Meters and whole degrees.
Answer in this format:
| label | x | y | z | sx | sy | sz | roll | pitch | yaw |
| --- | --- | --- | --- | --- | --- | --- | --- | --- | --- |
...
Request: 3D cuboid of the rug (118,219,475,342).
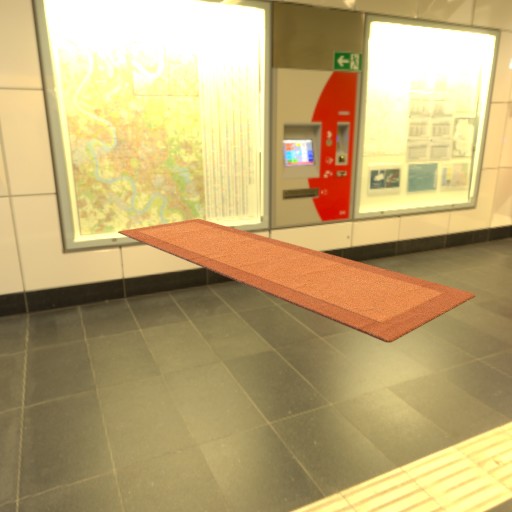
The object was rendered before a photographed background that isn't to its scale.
| label | x | y | z | sx | sy | sz | roll | pitch | yaw |
| --- | --- | --- | --- | --- | --- | --- | --- | --- | --- |
| rug | 0.000 | 0.000 | 2.813 | 0.914 | 0.013 | 2.471 | -16 | 23 | -42 |
